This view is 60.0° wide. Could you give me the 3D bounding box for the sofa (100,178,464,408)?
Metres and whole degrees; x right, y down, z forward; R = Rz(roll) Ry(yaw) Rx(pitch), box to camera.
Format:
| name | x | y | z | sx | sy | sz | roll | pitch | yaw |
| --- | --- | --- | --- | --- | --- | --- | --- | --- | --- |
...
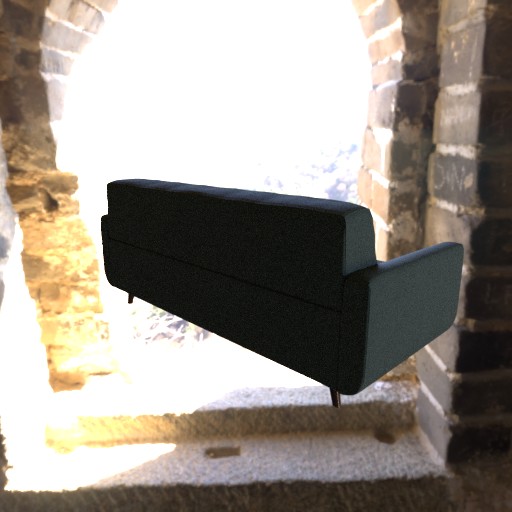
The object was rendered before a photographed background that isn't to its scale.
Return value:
| name | x | y | z | sx | sy | sz | roll | pitch | yaw |
| --- | --- | --- | --- | --- | --- | --- | --- | --- | --- |
| sofa | 0.000 | 0.000 | 2.567 | 0.909 | 0.841 | 2.029 | -14 | 20 | -43 |
